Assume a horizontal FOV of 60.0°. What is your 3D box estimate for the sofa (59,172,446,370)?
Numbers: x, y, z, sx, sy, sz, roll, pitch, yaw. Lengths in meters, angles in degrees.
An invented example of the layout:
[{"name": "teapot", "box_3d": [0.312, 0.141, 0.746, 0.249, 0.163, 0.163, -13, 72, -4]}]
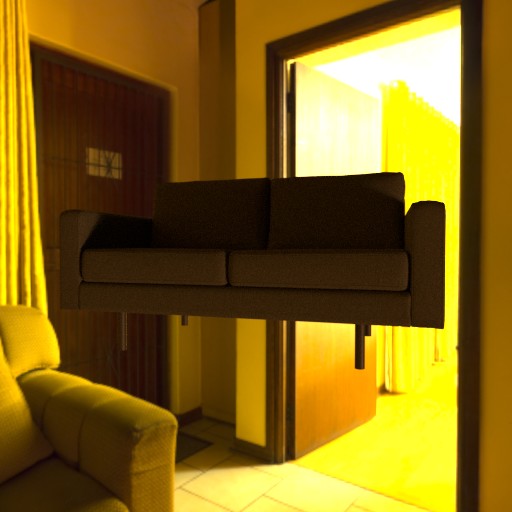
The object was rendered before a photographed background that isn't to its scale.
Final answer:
[{"name": "sofa", "box_3d": [0.000, 0.000, 2.298, 1.730, 0.897, 0.889, 0, 1, 17]}]
